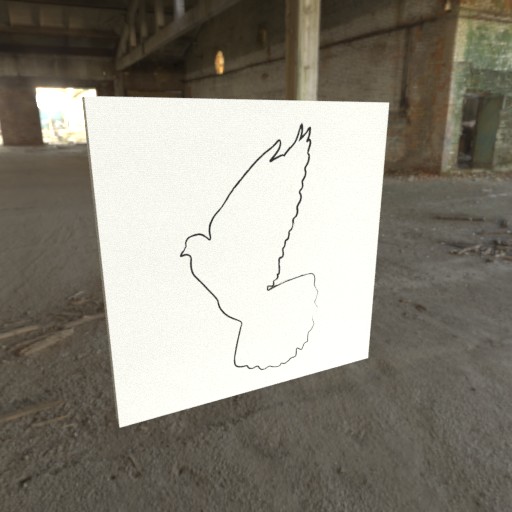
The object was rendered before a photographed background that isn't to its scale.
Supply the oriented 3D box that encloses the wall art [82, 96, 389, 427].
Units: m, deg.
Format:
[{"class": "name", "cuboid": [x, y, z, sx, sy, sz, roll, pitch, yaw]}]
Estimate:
[{"class": "wall art", "cuboid": [0.000, 0.000, 0.919, 0.610, 0.610, 0.038, -8, 19, -25]}]
